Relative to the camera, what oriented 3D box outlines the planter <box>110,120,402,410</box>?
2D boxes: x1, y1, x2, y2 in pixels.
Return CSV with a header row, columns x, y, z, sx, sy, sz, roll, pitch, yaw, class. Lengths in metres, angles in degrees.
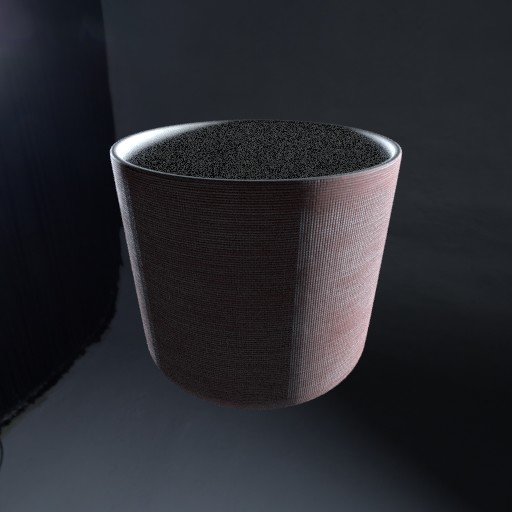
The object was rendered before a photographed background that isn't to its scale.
x,y,z,sx,sy,sz,roll,pitch,yaw,class
0.000,0.000,0.783,0.440,0.398,0.440,0,26,0,planter
